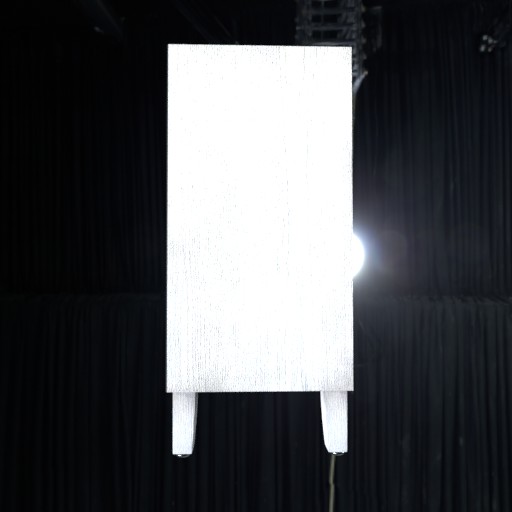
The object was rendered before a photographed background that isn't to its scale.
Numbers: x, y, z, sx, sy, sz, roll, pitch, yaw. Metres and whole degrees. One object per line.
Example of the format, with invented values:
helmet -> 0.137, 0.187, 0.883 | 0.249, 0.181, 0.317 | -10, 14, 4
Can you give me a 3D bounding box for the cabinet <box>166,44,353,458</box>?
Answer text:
cabinet -> 0.000, 0.000, 1.229 | 0.370, 0.787, 0.781 | 0, -1, -2
